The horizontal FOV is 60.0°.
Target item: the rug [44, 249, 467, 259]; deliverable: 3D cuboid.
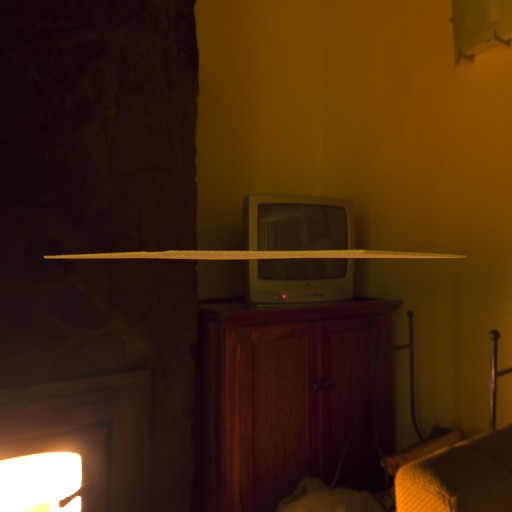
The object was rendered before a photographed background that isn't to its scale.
[{"bbox_3d":[0.000,0.000,4.193,3.202,0.045,2.434,-1,-1,37],"label":"rug"}]
